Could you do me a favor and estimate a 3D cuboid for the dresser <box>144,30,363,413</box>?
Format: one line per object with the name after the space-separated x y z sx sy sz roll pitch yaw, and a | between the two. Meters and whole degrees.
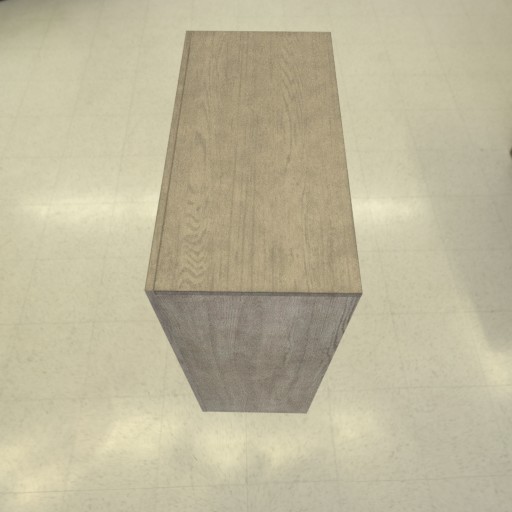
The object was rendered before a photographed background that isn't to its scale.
0.000 0.000 1.780 0.483 1.295 0.967 1 59 0 | dresser
